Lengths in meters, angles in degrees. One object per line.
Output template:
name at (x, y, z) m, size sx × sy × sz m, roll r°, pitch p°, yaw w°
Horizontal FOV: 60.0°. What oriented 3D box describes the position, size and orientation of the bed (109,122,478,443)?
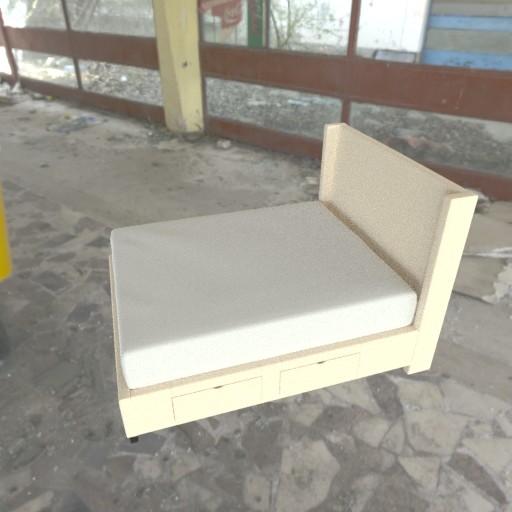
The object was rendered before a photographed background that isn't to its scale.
bed at (0.000, 0.000, 3.485) m, size 2.280 × 1.471 × 1.765 m, roll -9°, pitch 33°, yaw -15°
